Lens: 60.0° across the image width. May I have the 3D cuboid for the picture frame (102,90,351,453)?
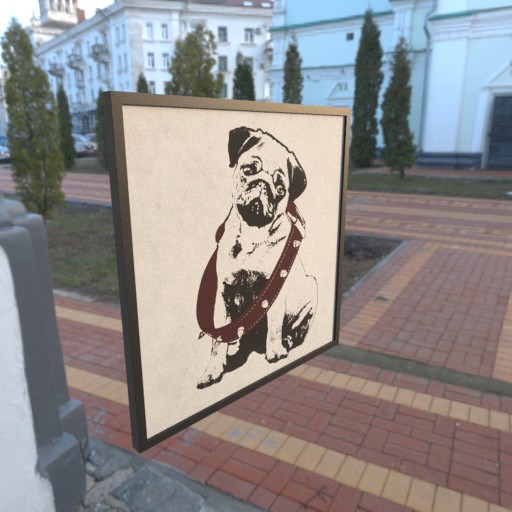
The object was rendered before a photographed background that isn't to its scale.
[{"bbox_3d":[0.000,0.000,1.177,0.775,0.775,0.032,-15,21,-43],"label":"picture frame"}]
